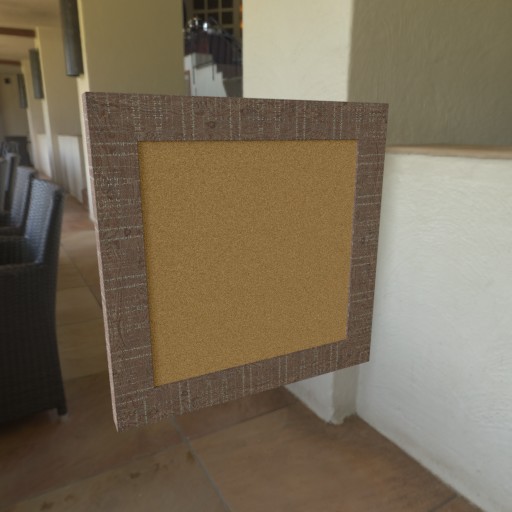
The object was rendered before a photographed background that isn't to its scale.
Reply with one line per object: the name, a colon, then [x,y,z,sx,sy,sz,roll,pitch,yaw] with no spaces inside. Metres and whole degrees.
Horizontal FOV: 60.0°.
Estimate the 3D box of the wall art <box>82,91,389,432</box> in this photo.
wall art: [0.000,0.000,0.794,0.531,0.531,0.040,-8,17,-26]
